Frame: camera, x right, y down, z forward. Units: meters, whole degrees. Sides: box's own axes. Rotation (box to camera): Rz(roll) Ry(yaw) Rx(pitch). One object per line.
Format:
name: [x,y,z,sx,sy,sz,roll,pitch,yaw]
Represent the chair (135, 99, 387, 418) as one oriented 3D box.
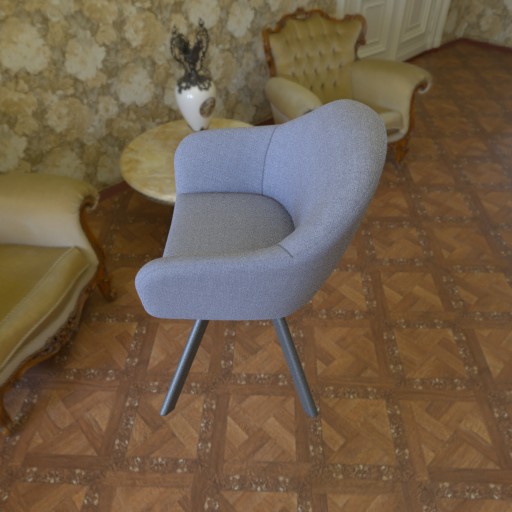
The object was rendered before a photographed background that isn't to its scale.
chair: [0.000,0.000,1.196,0.550,0.795,0.590,1,41,1]
